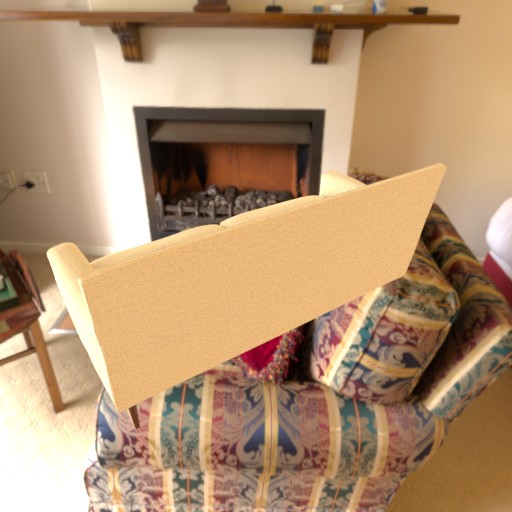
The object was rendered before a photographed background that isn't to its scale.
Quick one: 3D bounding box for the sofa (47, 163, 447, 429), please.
[{"bbox_3d":[0.000,0.000,2.462,2.001,0.907,0.841,-20,36,-30],"label":"sofa"}]
